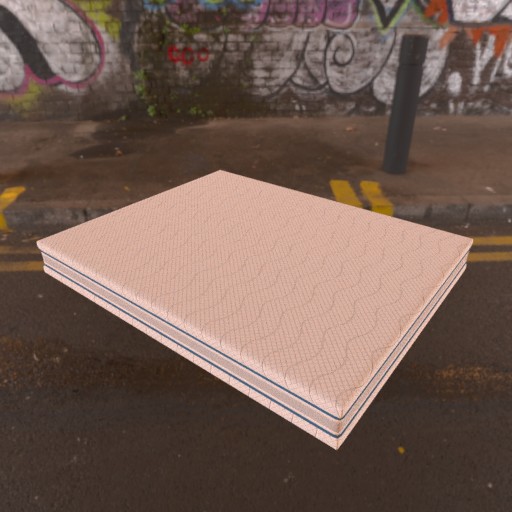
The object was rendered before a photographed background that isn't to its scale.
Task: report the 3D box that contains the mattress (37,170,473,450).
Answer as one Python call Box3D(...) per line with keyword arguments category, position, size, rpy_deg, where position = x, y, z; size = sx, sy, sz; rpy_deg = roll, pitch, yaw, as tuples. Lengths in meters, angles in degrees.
Box3D(category="mattress", position=(0.000, 0.000, 2.640), size=(2.000, 0.230, 1.600), rpy_deg=(21, 36, 32))
